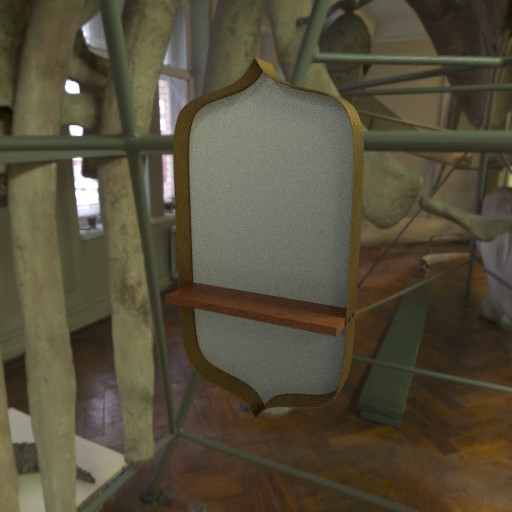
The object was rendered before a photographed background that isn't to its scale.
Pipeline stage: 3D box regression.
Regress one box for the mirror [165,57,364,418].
[{"bbox_3d":[0.000,0.000,0.739,0.323,0.613,0.096,7,16,26],"label":"mirror"}]
